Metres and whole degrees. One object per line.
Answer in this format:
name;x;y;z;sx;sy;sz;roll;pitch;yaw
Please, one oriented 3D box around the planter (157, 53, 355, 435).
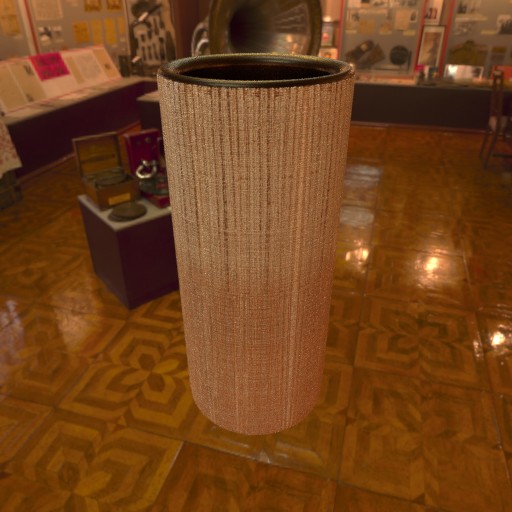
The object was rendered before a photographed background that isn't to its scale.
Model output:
planter;0.000;0.000;0.284;0.100;0.227;0.100;10;32;16
